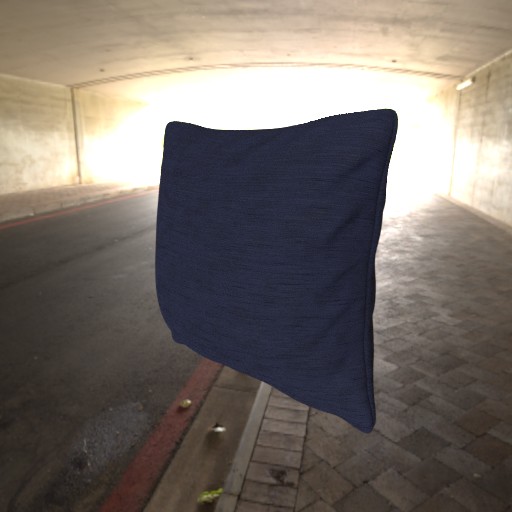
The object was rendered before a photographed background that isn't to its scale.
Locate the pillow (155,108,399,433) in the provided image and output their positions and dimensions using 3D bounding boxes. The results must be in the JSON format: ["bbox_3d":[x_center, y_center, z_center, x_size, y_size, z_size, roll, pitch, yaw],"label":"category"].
[{"bbox_3d":[0.000,0.000,0.682,0.432,0.414,0.246,13,19,42],"label":"pillow"}]
